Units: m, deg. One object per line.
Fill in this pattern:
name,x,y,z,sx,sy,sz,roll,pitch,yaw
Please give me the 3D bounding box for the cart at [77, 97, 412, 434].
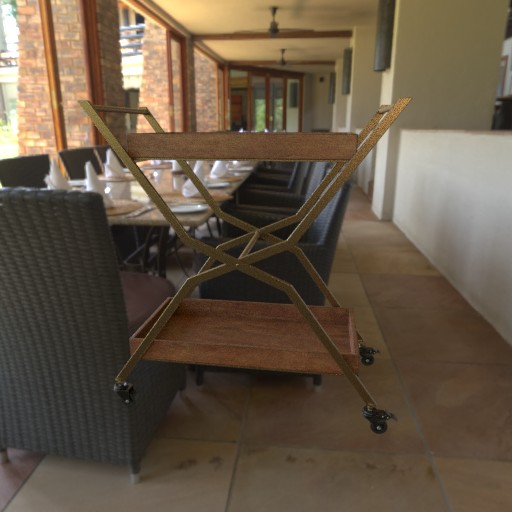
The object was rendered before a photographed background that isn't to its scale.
cart,0.000,0.000,1.331,0.836,0.869,0.405,3,16,9
